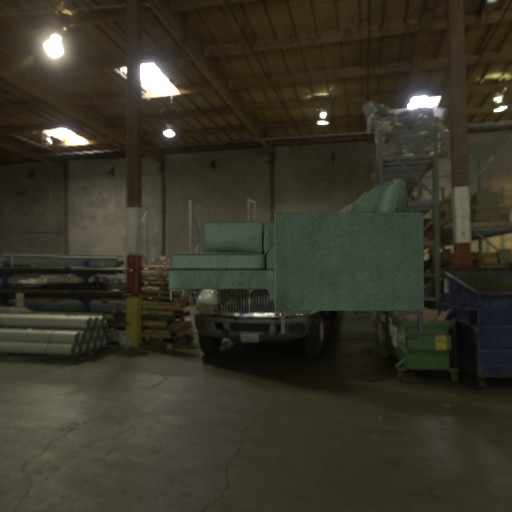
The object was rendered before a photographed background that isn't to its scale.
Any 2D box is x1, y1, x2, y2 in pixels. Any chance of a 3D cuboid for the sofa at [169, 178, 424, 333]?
[{"bbox_3d":[0.000,0.000,4.374,2.048,0.996,3.384,0,-1,0],"label":"sofa"}]
